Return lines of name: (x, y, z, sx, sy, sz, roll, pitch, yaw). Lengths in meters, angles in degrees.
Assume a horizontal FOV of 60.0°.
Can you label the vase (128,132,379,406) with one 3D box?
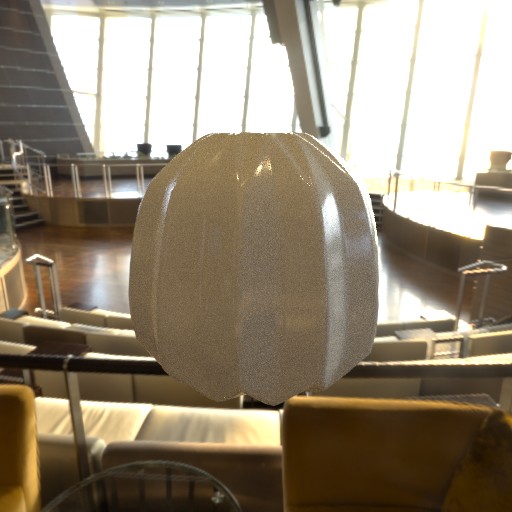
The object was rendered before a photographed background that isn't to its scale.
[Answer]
vase: (0.000, 0.000, 0.249, 0.139, 0.134, 0.139, 0, 16, 0)
